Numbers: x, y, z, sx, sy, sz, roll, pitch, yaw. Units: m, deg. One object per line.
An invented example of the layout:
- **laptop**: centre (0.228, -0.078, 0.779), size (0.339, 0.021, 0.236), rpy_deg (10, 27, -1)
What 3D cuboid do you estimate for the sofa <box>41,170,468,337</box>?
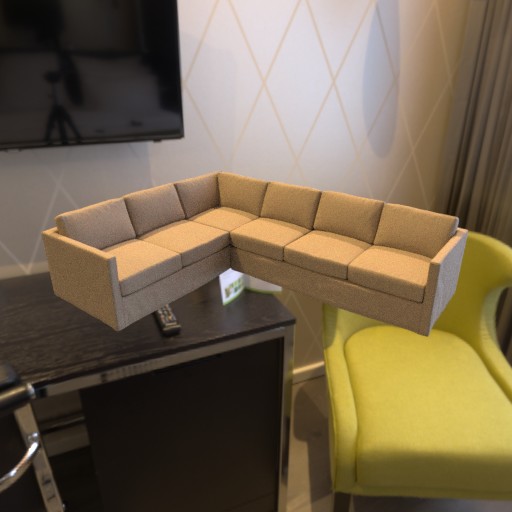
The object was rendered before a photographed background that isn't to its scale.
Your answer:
- **sofa**: centre (0.000, 0.000, 4.217), size (3.182, 0.871, 2.432), rpy_deg (17, 29, 33)
